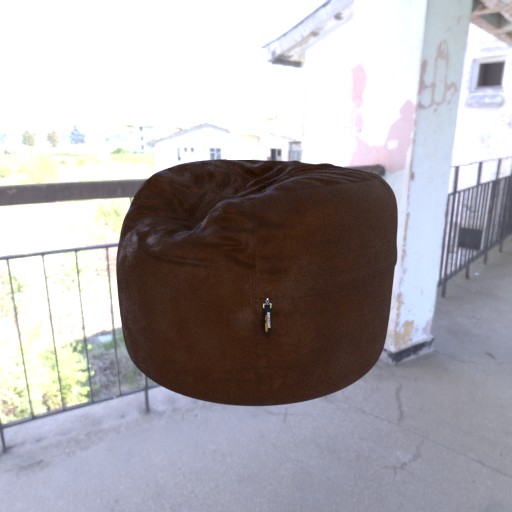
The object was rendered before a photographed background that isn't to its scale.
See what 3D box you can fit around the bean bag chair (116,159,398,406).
[{"bbox_3d":[0.000,0.000,1.507,0.918,0.616,0.918,0,16,0],"label":"bean bag chair"}]
